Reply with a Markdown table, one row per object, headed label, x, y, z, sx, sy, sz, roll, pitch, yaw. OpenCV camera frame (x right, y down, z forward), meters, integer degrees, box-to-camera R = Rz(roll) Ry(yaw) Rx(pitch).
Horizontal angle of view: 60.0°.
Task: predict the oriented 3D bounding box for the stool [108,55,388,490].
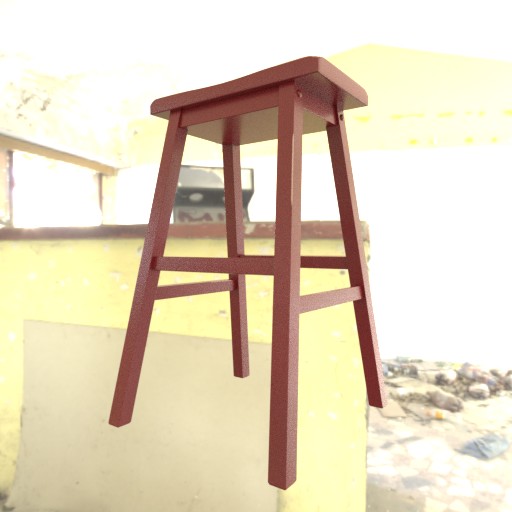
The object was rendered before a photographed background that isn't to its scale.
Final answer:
| label | x | y | z | sx | sy | sz | roll | pitch | yaw |
| --- | --- | --- | --- | --- | --- | --- | --- | --- | --- |
| stool | 0.000 | 0.000 | 1.025 | 0.457 | 0.737 | 0.476 | 1 | 1 | 36 |
